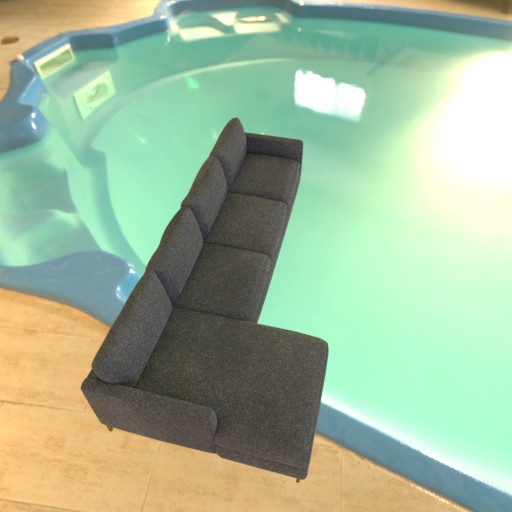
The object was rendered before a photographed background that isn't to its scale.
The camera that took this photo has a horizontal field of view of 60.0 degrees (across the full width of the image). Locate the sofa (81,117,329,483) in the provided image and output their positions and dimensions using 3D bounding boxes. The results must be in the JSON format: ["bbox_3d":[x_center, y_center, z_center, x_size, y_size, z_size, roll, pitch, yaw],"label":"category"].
[{"bbox_3d":[0.000,0.000,3.491,1.350,0.810,2.932,10,47,10],"label":"sofa"}]
